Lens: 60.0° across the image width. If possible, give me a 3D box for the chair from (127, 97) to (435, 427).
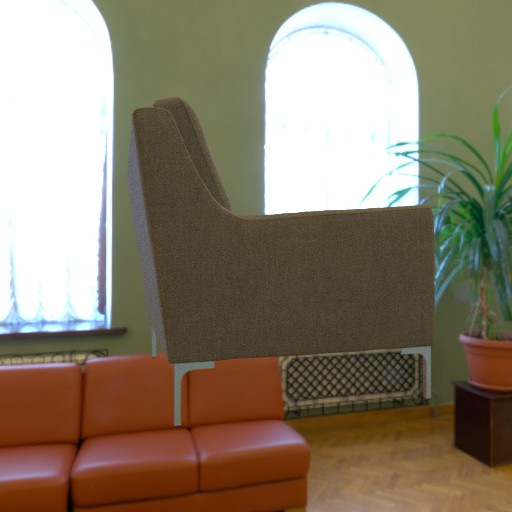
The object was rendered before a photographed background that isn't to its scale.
[{"bbox_3d":[0.000,0.000,1.537,0.849,0.828,0.847,0,0,-17],"label":"chair"}]
